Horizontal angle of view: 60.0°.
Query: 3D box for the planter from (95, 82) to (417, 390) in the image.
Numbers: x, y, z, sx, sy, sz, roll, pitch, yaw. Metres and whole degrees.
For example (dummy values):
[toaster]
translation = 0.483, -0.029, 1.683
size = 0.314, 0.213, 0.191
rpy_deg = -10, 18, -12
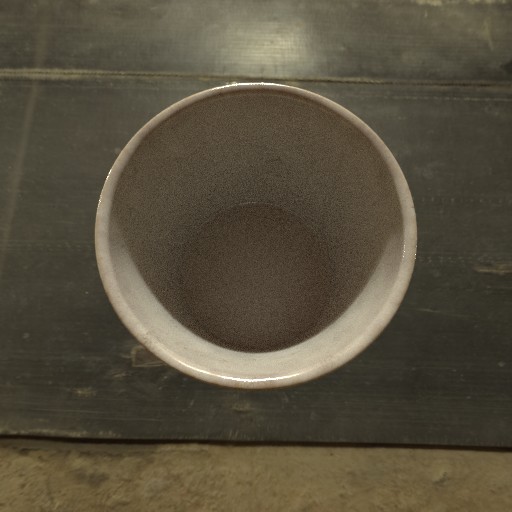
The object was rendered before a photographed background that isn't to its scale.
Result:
[planter]
translation = 0.000, 0.000, 0.345
size = 0.193, 0.165, 0.193
rpy_deg = 0, 76, 0
